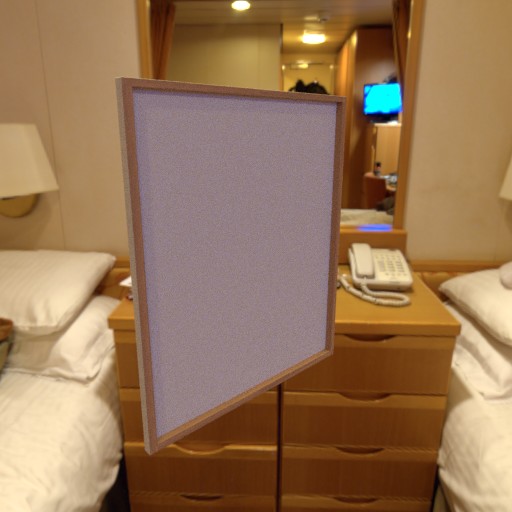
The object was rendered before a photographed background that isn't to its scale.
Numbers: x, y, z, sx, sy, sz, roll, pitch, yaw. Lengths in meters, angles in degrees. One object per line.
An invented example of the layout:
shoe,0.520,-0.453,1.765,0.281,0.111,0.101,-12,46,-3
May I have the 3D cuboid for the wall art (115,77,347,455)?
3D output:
wall art,0.000,0.000,1.005,0.609,0.710,0.021,-15,21,-42
